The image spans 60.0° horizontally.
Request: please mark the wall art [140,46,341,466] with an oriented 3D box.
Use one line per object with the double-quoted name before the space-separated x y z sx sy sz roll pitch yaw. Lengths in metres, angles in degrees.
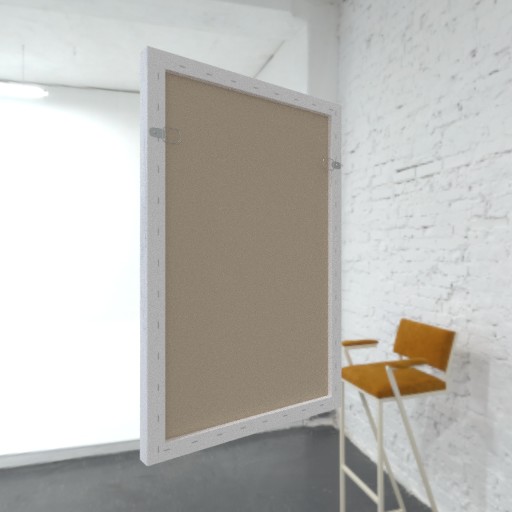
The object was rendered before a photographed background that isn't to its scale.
"wall art" 0.000 0.000 1.167 0.624 0.914 0.043 0 0 -37
